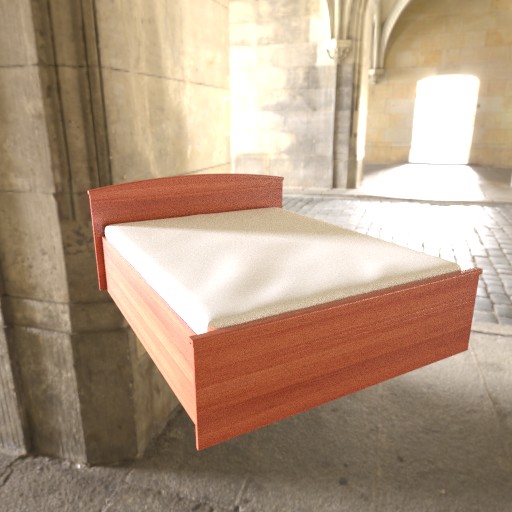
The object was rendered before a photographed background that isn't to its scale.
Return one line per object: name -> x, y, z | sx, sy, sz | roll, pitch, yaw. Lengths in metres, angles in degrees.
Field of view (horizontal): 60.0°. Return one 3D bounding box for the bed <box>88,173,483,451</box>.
bed -> 0.000, 0.000, 2.896 | 1.683, 0.848, 2.053 | -9, 19, -28
